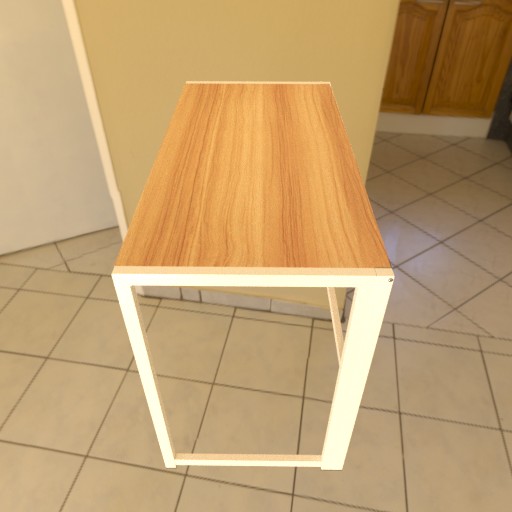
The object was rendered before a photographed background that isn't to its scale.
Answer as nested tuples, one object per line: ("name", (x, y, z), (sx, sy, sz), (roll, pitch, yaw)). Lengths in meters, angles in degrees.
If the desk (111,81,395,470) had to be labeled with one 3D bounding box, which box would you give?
("desk", (0.000, 0.000, 1.423), (0.508, 0.762, 1.016), (0, 40, 1))
